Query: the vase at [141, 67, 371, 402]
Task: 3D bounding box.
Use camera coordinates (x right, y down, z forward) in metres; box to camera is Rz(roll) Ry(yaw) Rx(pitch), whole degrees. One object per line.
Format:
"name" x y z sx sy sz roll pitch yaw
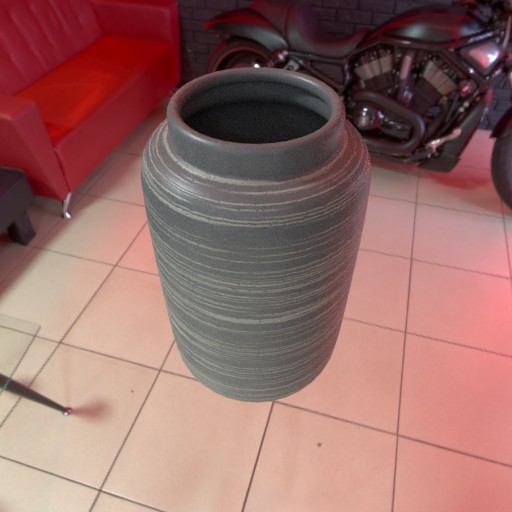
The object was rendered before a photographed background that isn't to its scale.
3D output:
"vase" 0.000 0.000 0.682 0.297 0.499 0.297 0 45 0
